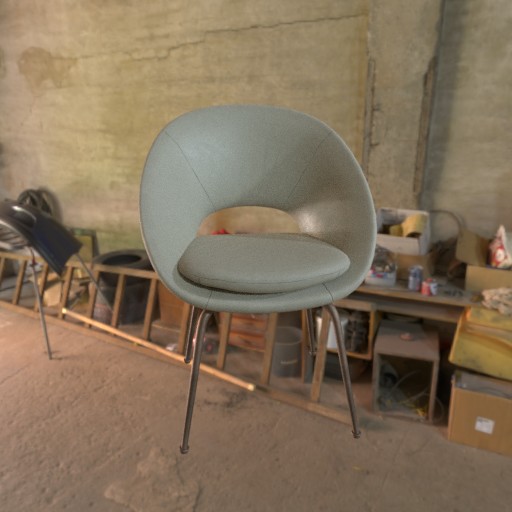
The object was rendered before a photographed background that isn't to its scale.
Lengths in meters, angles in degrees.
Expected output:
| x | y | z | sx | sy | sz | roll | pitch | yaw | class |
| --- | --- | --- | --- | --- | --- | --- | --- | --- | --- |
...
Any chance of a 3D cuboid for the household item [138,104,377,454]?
| x | y | z | sx | sy | sz | roll | pitch | yaw | class |
| --- | --- | --- | --- | --- | --- | --- | --- | --- | --- |
| 0.000 | 0.000 | 1.275 | 0.623 | 0.852 | 0.573 | -2 | 16 | -7 | household item |
